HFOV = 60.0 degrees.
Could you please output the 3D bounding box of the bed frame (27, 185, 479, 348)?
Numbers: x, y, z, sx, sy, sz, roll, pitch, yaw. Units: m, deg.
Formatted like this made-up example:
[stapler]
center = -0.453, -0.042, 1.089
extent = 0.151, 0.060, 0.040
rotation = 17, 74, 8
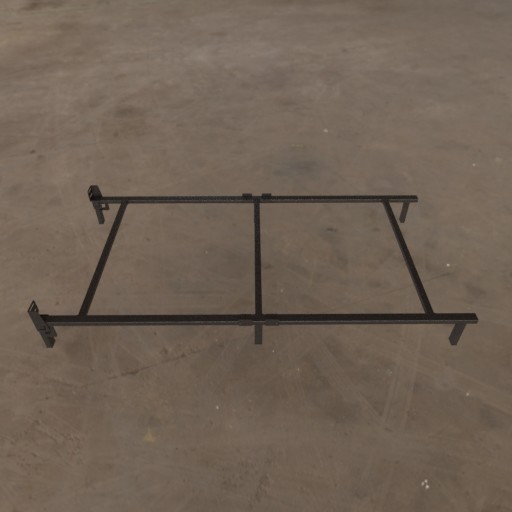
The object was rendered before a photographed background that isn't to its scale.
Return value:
[bed frame]
center = 0.000, 0.000, 2.277
extent = 1.897, 0.248, 0.968
rotation = 0, 41, 0
